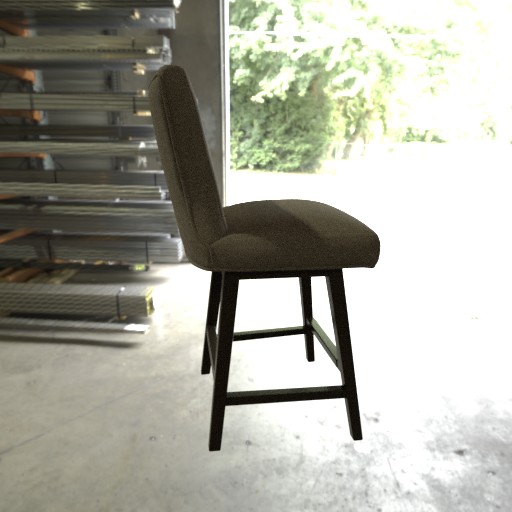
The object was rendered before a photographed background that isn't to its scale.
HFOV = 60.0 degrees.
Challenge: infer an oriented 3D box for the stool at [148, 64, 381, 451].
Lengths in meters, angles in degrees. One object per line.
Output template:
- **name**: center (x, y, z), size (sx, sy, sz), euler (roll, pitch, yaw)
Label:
- **stool**: center (0.000, 0.000, 1.340), size (0.574, 1.000, 0.514), euler (-3, 15, -9)
